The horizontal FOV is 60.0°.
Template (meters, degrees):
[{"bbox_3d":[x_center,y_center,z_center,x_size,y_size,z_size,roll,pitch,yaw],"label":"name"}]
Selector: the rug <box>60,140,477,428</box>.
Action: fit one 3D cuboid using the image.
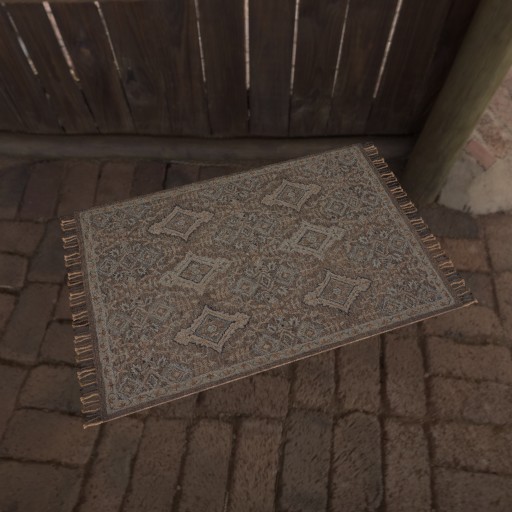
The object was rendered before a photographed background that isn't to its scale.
[{"bbox_3d":[0.000,0.000,2.964,2.434,0.010,1.516,-15,59,-10],"label":"rug"}]
